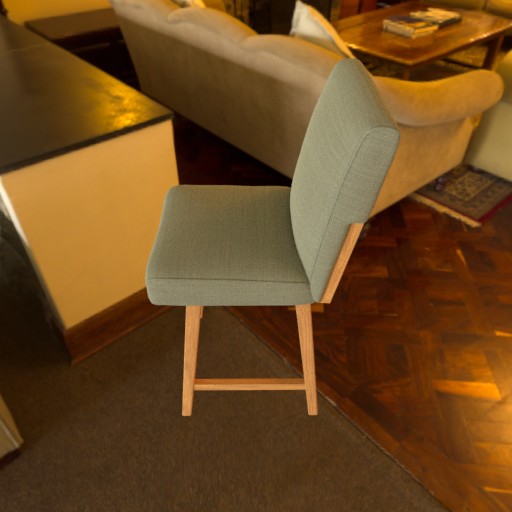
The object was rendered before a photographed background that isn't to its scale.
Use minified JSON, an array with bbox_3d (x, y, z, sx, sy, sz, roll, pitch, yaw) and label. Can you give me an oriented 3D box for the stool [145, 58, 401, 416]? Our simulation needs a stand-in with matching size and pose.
[{"bbox_3d":[0.000,0.000,1.321,0.570,1.019,0.459,0,41,0],"label":"stool"}]
